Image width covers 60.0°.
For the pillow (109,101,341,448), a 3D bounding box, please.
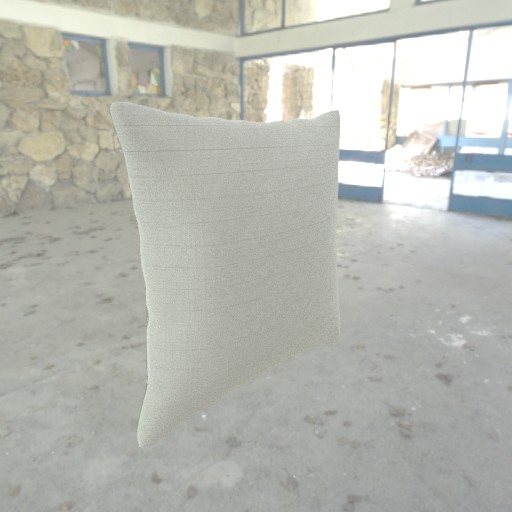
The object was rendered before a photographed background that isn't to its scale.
[{"bbox_3d":[0.000,0.000,0.718,0.175,0.464,0.470,15,22,42],"label":"pillow"}]
